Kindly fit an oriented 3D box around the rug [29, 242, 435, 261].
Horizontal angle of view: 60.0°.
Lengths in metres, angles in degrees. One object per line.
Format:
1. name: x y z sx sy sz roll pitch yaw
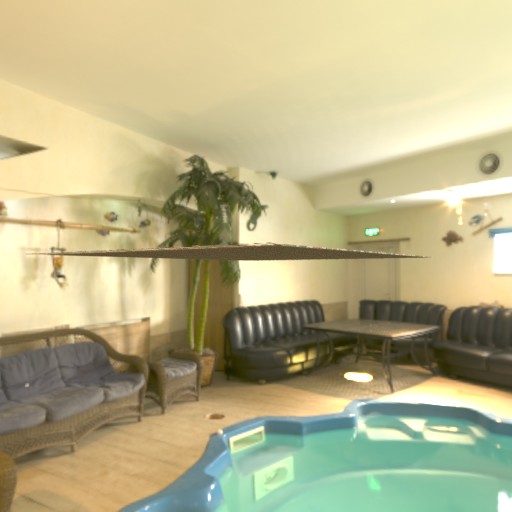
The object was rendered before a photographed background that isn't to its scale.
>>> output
1. rug: 0.000 0.000 4.078 2.438 0.010 3.048 -1 -2 37
